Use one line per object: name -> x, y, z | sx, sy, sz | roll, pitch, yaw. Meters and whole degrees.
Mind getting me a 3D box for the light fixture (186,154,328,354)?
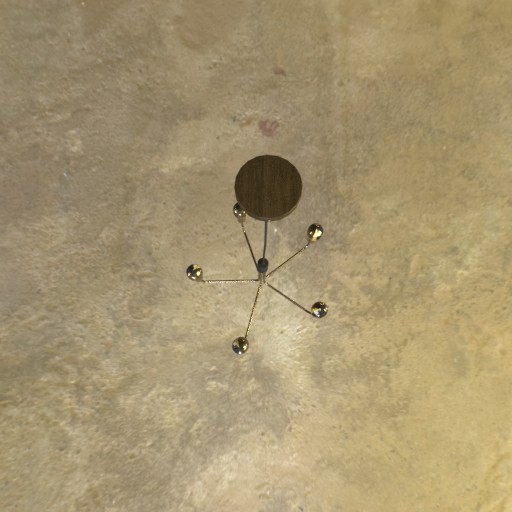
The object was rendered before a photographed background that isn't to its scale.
light fixture -> 0.000, 0.000, 1.384 | 0.532, 1.059, 0.588 | -1, 77, 0
